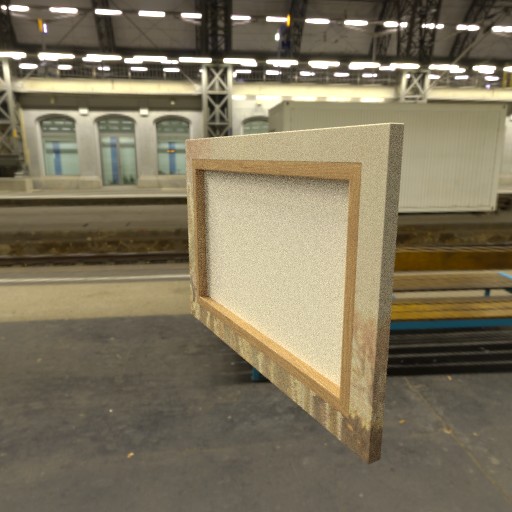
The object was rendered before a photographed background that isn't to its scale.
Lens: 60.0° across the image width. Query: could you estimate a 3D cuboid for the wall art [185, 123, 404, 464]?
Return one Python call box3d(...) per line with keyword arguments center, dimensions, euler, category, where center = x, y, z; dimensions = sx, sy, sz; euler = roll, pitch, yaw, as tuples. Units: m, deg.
box3d(center=(0.000, 0.000, 1.434), dimensions=(0.041, 0.758, 1.142), euler=(-7, 15, -28), category="wall art")
